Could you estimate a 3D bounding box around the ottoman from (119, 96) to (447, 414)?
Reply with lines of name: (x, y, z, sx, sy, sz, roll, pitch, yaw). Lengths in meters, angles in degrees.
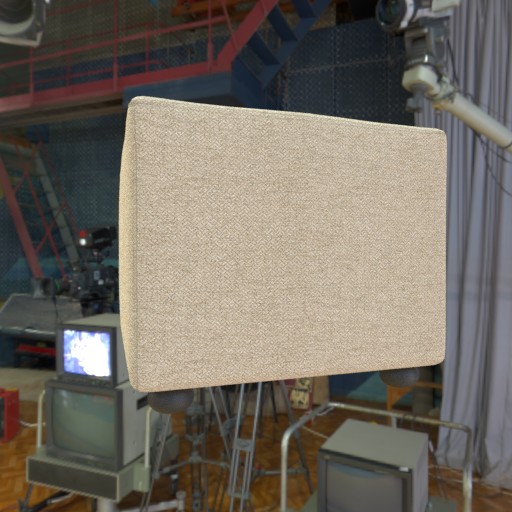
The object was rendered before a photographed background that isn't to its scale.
ottoman: (0.000, 0.000, 0.867, 0.508, 0.432, 0.508, 0, 0, -18)
